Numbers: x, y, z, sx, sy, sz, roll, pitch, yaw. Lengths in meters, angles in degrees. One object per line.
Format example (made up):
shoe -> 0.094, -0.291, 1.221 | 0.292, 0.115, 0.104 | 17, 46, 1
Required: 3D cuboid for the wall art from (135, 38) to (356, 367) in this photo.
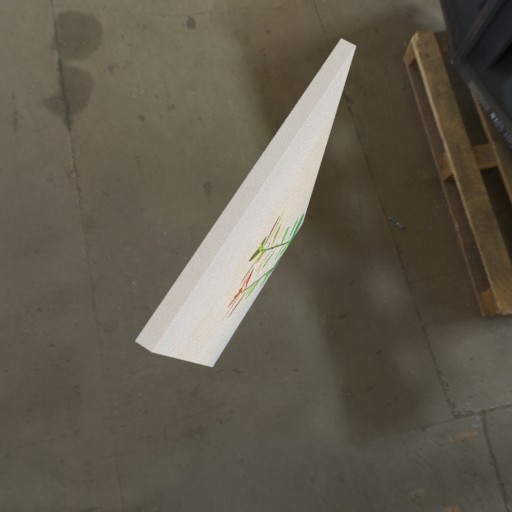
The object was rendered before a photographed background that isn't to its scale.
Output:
wall art -> 0.000, 0.000, 1.427 | 0.038, 1.143, 0.764 | 31, 77, 8
